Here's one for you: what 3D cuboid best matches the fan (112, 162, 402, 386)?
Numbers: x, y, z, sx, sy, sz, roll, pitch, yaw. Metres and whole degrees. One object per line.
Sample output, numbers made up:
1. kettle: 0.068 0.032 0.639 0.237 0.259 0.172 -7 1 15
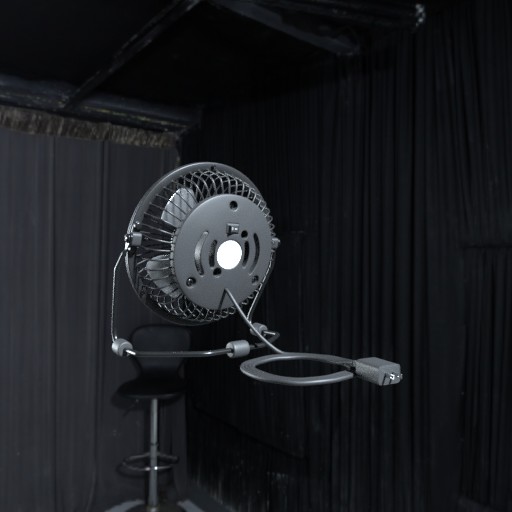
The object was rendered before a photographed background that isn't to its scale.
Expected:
1. fan: 0.000 0.000 0.317 0.153 0.152 0.202 0 0 -39
